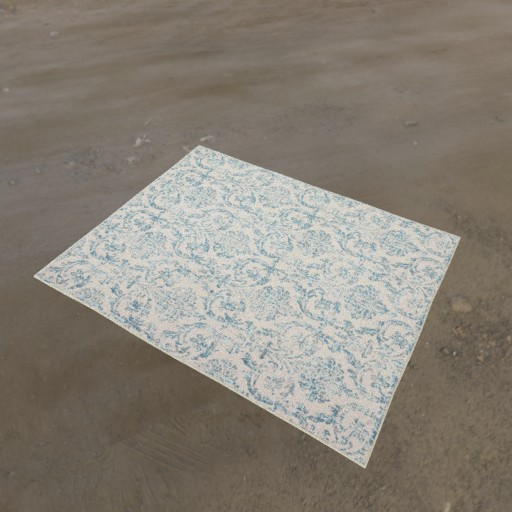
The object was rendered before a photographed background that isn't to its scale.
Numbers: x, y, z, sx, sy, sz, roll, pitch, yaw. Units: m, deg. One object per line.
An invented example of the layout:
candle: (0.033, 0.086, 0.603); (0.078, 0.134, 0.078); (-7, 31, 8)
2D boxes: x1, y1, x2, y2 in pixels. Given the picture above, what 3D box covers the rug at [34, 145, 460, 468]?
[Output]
rug: (0.000, 0.000, 3.920); (2.980, 0.012, 2.363); (24, 51, 21)
